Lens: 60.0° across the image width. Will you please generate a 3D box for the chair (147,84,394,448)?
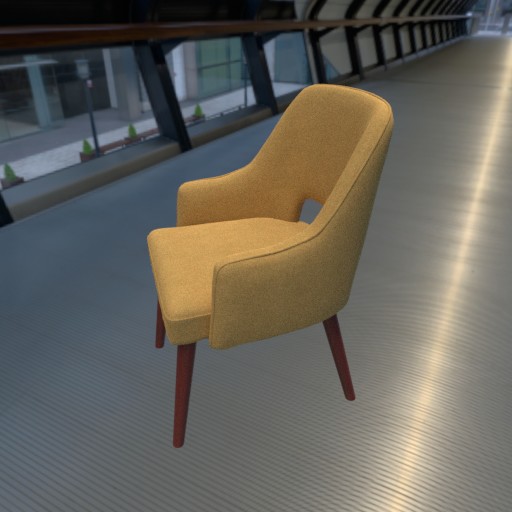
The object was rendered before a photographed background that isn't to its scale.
[{"bbox_3d":[0.000,0.000,1.243,0.605,0.849,0.548,-9,31,-15],"label":"chair"}]
